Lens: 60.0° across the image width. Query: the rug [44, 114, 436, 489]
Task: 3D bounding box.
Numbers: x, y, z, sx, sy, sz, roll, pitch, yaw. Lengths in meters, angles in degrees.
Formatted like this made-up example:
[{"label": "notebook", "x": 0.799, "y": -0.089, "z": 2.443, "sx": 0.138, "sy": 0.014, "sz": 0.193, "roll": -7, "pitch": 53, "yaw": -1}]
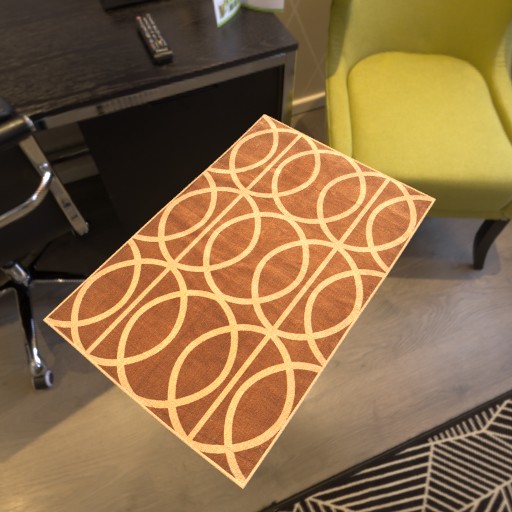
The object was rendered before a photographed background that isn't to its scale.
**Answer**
[{"label": "rug", "x": 0.000, "y": 0.000, "z": 2.916, "sx": 1.526, "sy": 0.014, "sz": 2.290, "roll": 32, "pitch": 63, "yaw": 18}]
